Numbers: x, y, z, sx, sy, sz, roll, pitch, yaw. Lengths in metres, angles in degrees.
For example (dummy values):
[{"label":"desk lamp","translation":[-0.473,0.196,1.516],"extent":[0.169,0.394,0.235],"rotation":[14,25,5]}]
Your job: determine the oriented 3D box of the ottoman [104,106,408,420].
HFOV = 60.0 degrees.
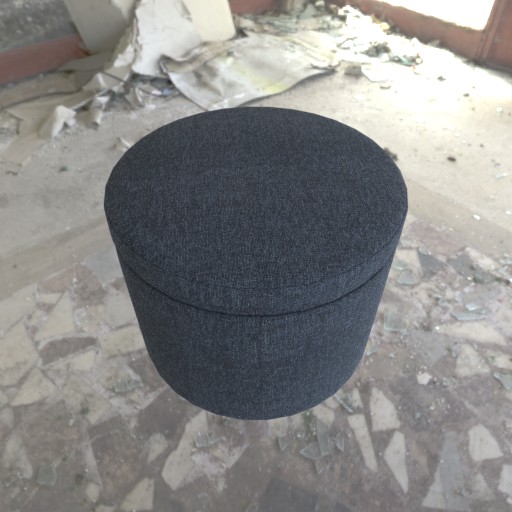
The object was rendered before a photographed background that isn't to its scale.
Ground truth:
[{"label":"ottoman","translation":[0.000,0.000,0.873],"extent":[0.500,0.419,0.500],"rotation":[0,45,0]}]
